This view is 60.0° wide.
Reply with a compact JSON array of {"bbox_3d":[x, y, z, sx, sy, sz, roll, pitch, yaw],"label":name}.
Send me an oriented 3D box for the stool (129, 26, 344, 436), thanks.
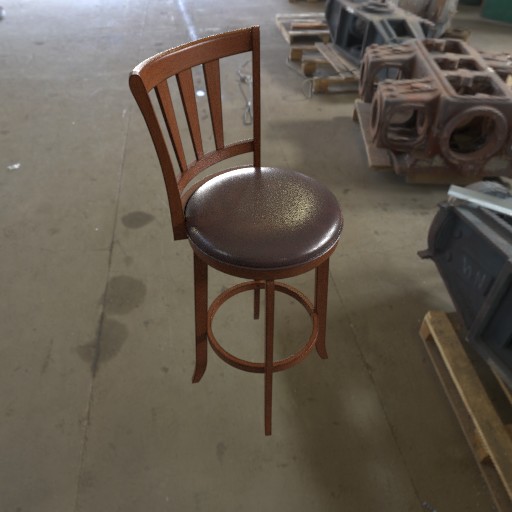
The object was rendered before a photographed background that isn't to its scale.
[{"bbox_3d":[0.000,0.000,1.383,0.503,1.177,0.464,26,48,26],"label":"stool"}]
